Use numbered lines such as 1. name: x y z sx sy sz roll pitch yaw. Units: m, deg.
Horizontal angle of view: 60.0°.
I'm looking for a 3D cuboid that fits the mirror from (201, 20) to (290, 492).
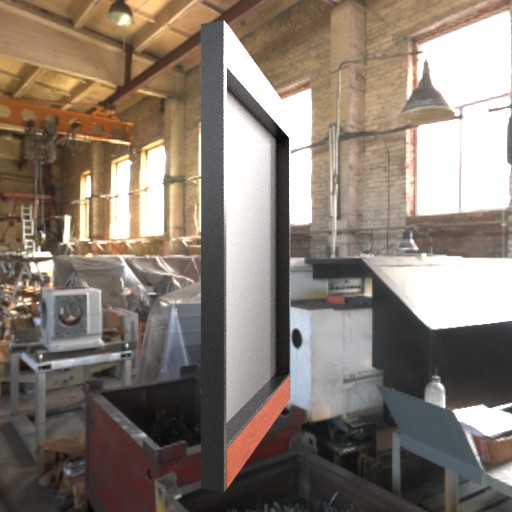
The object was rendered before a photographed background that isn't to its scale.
1. mirror: 0.000 0.000 1.029 0.047 0.823 0.525 0 0 17
